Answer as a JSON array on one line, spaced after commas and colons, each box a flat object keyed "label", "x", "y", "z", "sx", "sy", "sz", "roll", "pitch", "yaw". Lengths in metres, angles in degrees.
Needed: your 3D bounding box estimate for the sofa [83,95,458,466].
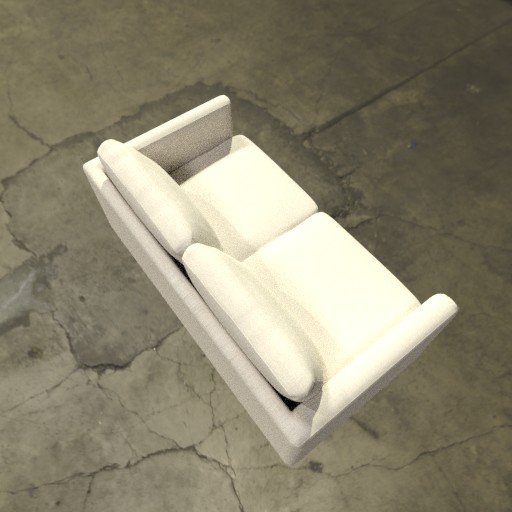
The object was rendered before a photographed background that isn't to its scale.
[{"label": "sofa", "x": 0.000, "y": 0.000, "z": 2.263, "sx": 0.940, "sy": 0.893, "sz": 1.713, "roll": -33, "pitch": 65, "yaw": -18}]
